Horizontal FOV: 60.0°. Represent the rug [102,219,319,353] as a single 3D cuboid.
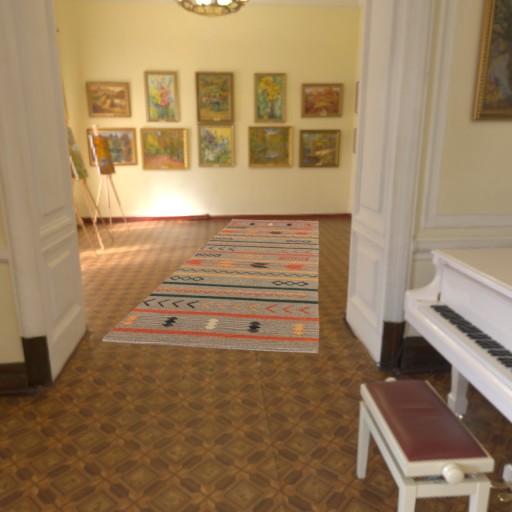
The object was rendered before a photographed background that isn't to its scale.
[{"bbox_3d":[0.000,0.000,2.634,0.744,0.022,2.419,2,15,8],"label":"rug"}]
